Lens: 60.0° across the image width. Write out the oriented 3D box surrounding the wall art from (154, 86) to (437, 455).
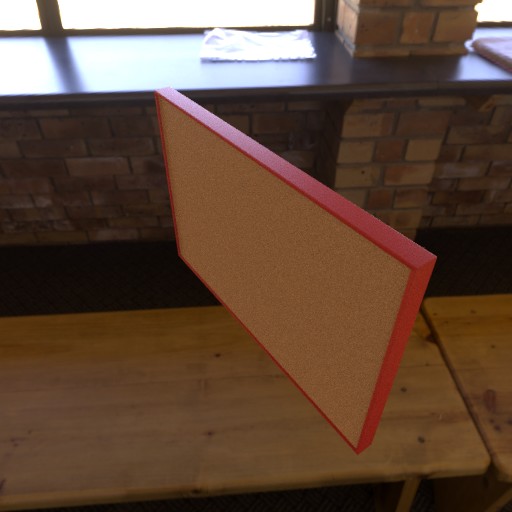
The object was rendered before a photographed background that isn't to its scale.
[{"bbox_3d":[0.000,0.000,0.775,0.033,0.405,0.607,-25,46,-26],"label":"wall art"}]
